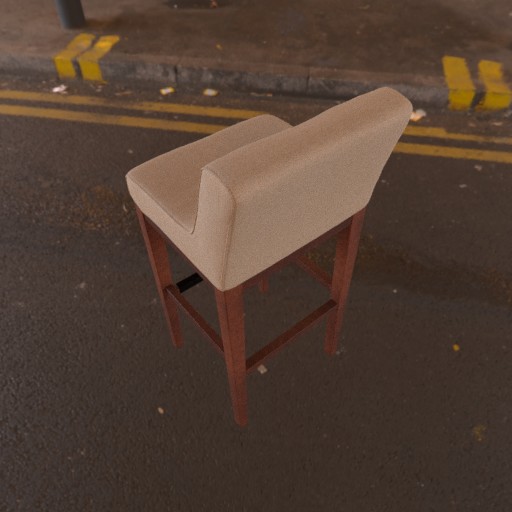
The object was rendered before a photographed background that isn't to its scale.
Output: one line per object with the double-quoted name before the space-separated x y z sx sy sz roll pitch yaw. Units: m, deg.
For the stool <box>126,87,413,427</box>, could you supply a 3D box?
"stool" 0.000 0.000 1.331 0.511 1.037 0.500 -31 53 -26
